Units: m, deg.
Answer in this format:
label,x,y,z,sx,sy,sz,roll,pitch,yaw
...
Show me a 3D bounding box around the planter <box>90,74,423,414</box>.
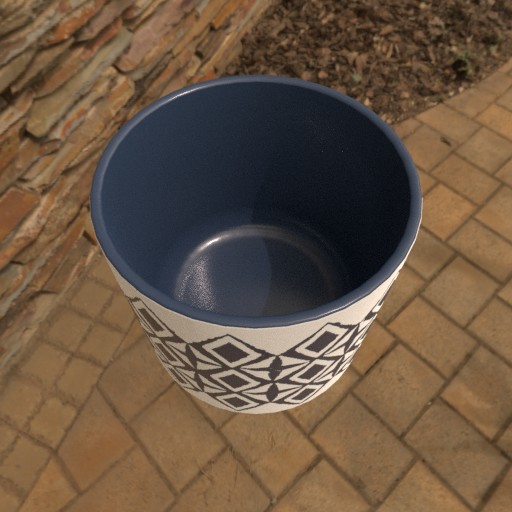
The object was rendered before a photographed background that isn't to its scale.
label,x,y,z,sx,sy,sz,roll,pitch,yaw
planter,0.000,0.000,0.386,0.224,0.203,0.224,0,57,0
